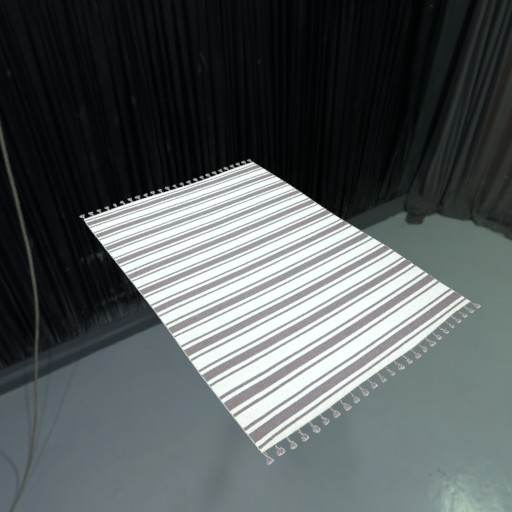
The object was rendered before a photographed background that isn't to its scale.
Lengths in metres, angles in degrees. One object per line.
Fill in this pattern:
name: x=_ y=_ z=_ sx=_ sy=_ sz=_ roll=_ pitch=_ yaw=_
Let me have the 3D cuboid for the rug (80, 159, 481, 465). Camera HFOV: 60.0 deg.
rug: x=0.000 y=0.000 z=3.810 sx=2.030 sy=0.017 sz=3.040 roll=-25 pitch=45 yaw=-27
